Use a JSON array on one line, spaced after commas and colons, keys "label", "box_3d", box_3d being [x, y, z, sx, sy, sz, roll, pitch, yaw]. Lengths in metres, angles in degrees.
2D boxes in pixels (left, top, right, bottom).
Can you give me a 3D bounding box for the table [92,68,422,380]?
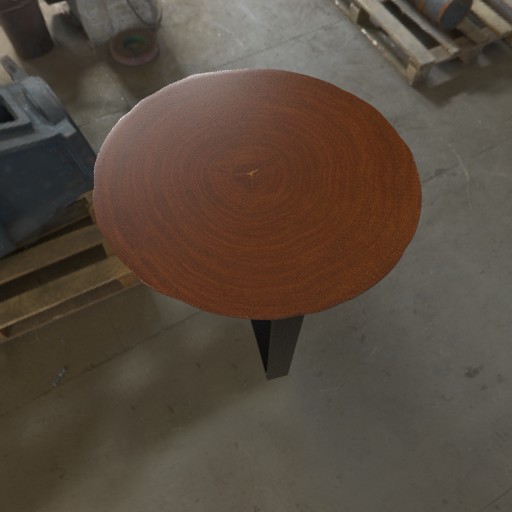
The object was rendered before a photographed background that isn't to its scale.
[{"label": "table", "box_3d": [0.000, 0.000, 0.755, 0.410, 0.450, 0.380, 14, 63, 7]}]
